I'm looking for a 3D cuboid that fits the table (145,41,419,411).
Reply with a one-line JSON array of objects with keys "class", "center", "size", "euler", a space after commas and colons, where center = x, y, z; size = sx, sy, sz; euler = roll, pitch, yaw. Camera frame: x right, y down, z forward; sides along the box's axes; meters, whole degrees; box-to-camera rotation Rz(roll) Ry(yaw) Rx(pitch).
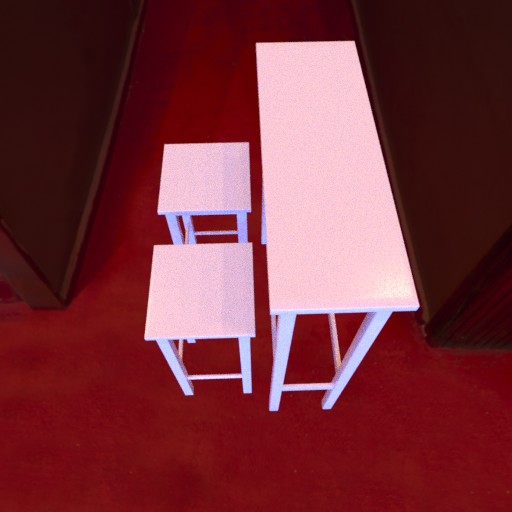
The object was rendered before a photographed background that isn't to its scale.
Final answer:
[{"class": "table", "center": [0.000, 0.000, 1.604], "size": [0.650, 1.065, 0.915], "euler": [-2, 59, -1]}]
